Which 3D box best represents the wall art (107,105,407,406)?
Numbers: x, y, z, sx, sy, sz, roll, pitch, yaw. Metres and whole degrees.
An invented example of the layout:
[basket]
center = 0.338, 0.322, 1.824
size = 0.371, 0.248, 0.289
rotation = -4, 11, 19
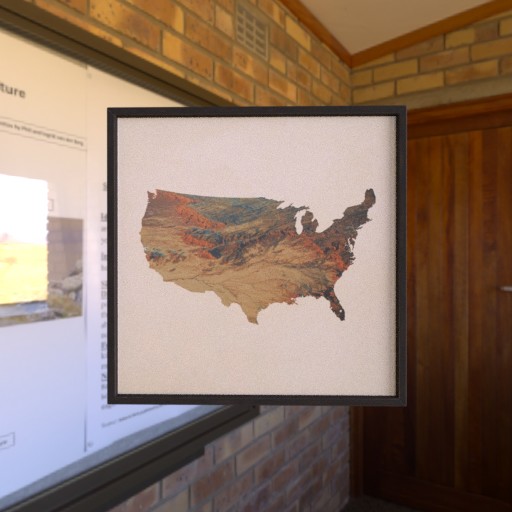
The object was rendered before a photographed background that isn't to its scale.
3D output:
[wall art]
center = 0.000, 0.000, 0.457
size = 0.304, 0.303, 0.015
rotation = 0, 0, 1
